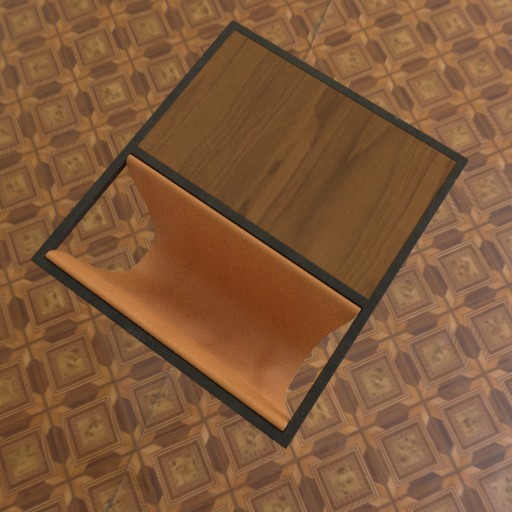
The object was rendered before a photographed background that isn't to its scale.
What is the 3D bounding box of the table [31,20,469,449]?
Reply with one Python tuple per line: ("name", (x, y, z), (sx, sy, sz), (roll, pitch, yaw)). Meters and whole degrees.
("table", (0.000, 0.000, 0.845), (0.399, 0.536, 0.450), (34, 78, 8))
